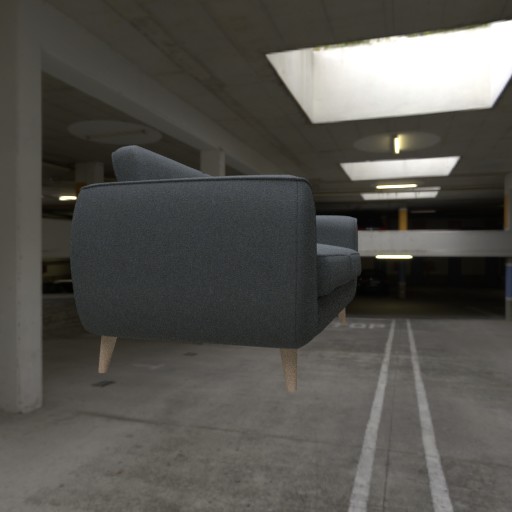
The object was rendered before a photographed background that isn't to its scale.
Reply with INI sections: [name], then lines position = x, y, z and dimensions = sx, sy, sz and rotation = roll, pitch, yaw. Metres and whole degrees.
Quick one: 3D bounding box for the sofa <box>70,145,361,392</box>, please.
[sofa]
position = 0.000, 0.000, 2.179
dimensions = 0.920, 0.850, 1.700
rotation = 0, 1, 18
